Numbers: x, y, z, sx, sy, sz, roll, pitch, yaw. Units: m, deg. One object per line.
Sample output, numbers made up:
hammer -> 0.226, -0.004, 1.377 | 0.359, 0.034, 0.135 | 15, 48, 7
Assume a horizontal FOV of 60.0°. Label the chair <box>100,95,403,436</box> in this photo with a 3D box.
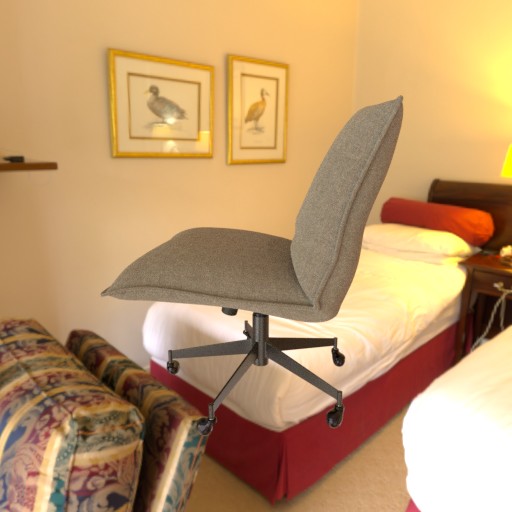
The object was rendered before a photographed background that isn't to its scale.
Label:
chair -> 0.000, 0.000, 1.281 | 0.696, 0.811, 0.597 | 2, 14, 9
